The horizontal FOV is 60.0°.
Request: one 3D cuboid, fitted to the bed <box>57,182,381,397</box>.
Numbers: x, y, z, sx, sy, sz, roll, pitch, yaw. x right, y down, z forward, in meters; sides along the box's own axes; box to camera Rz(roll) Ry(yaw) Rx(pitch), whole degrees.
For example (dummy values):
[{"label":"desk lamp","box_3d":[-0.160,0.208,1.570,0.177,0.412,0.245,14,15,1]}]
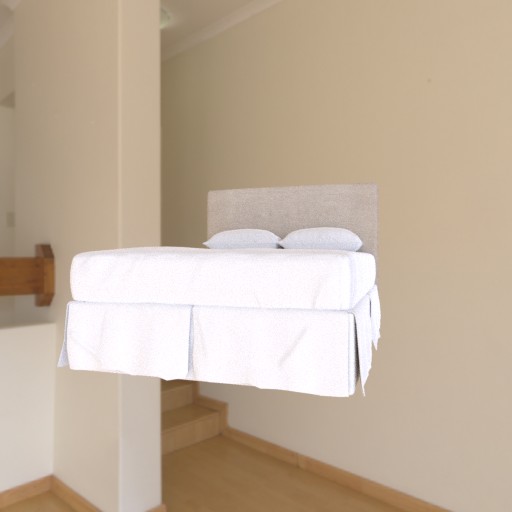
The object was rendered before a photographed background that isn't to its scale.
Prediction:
[{"label":"bed","box_3d":[0.000,0.000,3.244,1.713,1.330,2.162,0,0,18]}]
